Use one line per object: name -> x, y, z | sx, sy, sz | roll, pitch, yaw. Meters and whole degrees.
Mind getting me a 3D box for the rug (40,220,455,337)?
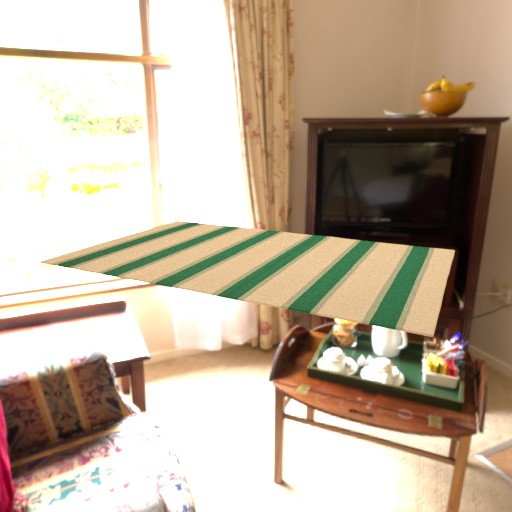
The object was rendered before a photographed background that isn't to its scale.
rug -> 0.000, 0.000, 3.052 | 2.436, 0.015, 1.521 | 8, 18, 25
